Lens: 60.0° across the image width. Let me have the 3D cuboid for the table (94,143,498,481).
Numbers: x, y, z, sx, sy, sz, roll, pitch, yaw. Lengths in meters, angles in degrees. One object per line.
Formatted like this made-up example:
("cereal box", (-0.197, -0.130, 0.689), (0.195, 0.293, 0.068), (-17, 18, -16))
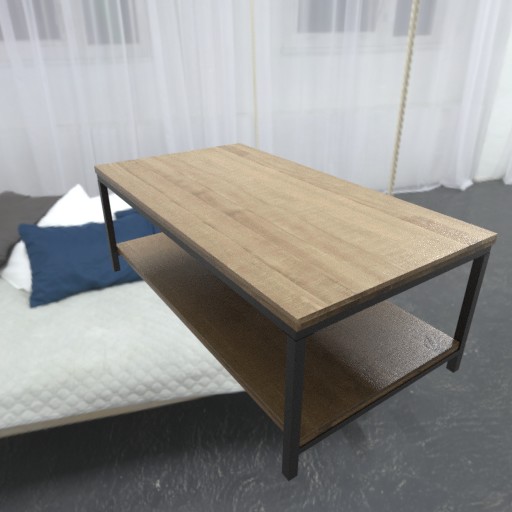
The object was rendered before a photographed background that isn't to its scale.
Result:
("table", (0.000, 0.000, 1.318), (0.574, 0.393, 1.062), (-18, 32, -30))
